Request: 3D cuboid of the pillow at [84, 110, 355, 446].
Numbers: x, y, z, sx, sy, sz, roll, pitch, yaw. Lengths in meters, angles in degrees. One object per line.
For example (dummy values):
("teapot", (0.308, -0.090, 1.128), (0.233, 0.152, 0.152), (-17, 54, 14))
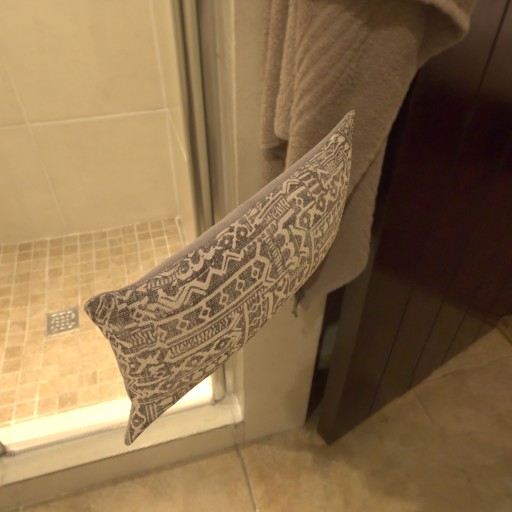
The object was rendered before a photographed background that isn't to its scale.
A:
("pillow", (0.000, 0.000, 0.736), (0.148, 0.290, 0.631), (26, 48, 26))
